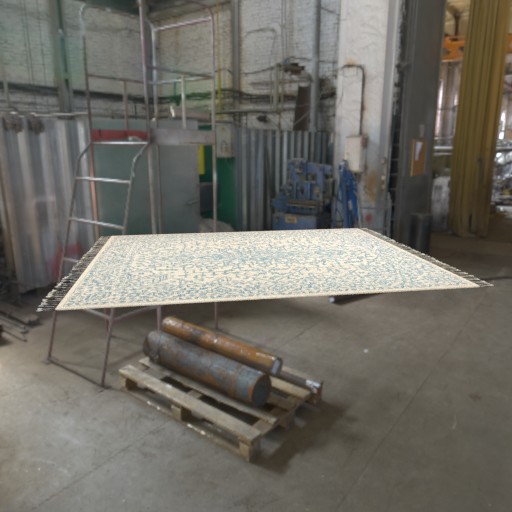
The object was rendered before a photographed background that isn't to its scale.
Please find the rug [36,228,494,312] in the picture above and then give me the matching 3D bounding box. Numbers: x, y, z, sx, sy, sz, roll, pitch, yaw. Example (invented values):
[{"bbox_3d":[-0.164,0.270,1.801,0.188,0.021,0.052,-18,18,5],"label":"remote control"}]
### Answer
[{"bbox_3d":[0.000,0.000,4.284,3.327,0.010,2.464,-2,14,-9],"label":"rug"}]
